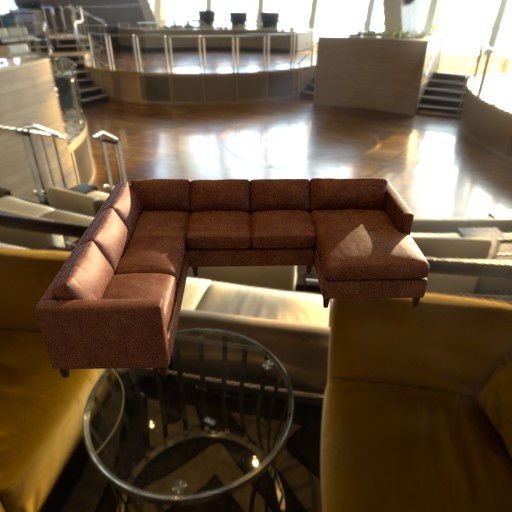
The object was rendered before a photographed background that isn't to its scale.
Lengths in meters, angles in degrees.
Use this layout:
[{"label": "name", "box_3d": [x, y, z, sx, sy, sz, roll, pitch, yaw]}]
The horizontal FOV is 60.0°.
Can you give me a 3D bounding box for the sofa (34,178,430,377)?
[{"label": "sofa", "box_3d": [0.000, 0.000, 4.474, 3.324, 0.888, 2.452, -1, 31, -1]}]
